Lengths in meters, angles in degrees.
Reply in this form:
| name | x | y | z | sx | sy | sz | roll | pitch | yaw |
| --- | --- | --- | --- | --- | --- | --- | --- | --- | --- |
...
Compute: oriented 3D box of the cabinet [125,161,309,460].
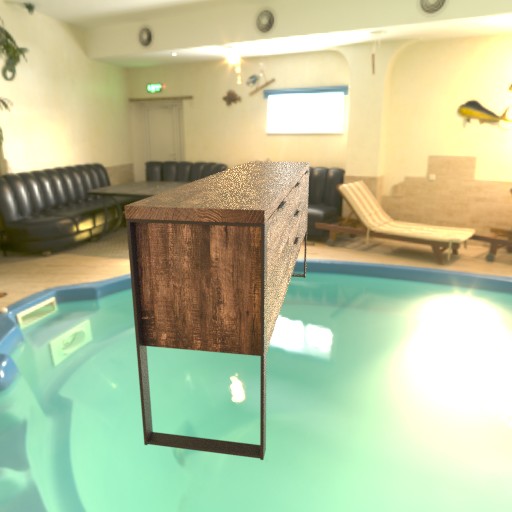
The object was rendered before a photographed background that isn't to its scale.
| name | x | y | z | sx | sy | sz | roll | pitch | yaw |
| --- | --- | --- | --- | --- | --- | --- | --- | --- | --- |
| cabinet | 0.000 | 0.000 | 2.113 | 0.395 | 0.762 | 1.800 | 3 | 16 | 10 |
